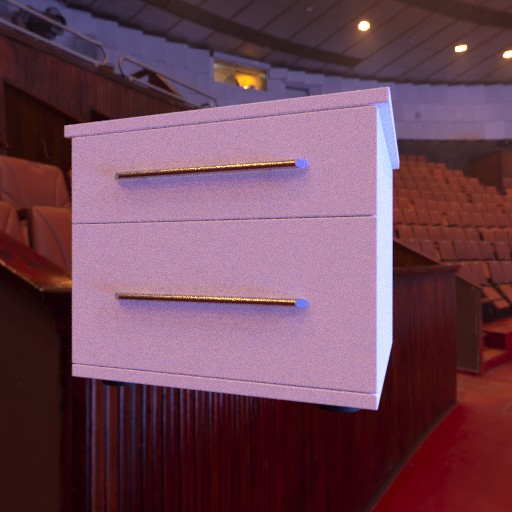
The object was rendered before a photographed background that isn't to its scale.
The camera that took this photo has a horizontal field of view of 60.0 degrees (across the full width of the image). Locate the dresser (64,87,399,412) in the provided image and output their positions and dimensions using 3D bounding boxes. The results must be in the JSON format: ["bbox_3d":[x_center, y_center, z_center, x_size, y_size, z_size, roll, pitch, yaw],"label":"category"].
[{"bbox_3d":[0.000,0.000,0.716,0.430,0.360,0.400,0,0,19],"label":"dresser"}]
